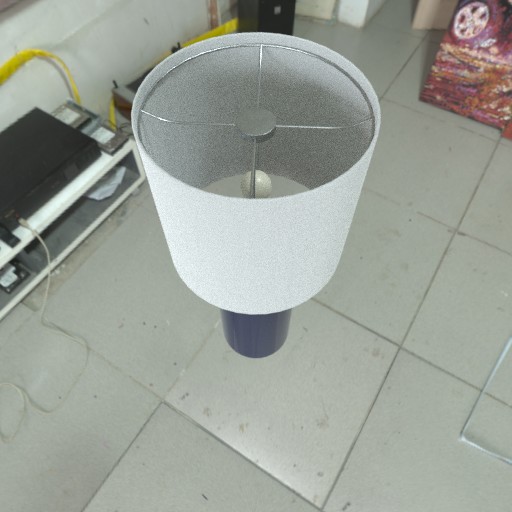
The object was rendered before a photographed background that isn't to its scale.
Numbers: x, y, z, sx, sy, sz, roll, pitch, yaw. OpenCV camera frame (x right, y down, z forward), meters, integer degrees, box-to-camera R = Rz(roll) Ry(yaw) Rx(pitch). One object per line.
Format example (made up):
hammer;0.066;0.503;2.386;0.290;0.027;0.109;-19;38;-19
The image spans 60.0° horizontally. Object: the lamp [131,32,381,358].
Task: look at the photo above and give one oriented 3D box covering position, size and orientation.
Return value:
lamp;0.000;0.000;0.588;0.212;0.493;0.212;2;58;1
